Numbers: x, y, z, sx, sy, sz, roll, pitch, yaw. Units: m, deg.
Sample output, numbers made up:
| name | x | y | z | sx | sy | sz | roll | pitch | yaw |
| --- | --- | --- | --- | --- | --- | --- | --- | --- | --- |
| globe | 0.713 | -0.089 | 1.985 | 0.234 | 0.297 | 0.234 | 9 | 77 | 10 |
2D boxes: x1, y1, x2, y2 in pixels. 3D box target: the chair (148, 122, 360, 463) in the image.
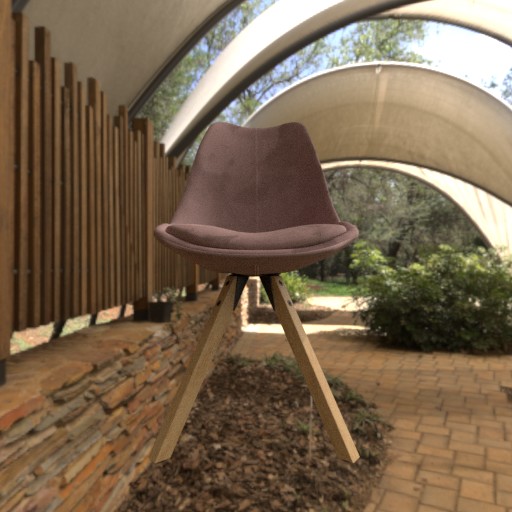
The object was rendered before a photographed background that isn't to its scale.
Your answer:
| name | x | y | z | sx | sy | sz | roll | pitch | yaw |
| --- | --- | --- | --- | --- | --- | --- | --- | --- | --- |
| chair | 0.000 | 0.000 | 1.163 | 0.485 | 0.850 | 0.550 | 0 | 0 | 0 |
